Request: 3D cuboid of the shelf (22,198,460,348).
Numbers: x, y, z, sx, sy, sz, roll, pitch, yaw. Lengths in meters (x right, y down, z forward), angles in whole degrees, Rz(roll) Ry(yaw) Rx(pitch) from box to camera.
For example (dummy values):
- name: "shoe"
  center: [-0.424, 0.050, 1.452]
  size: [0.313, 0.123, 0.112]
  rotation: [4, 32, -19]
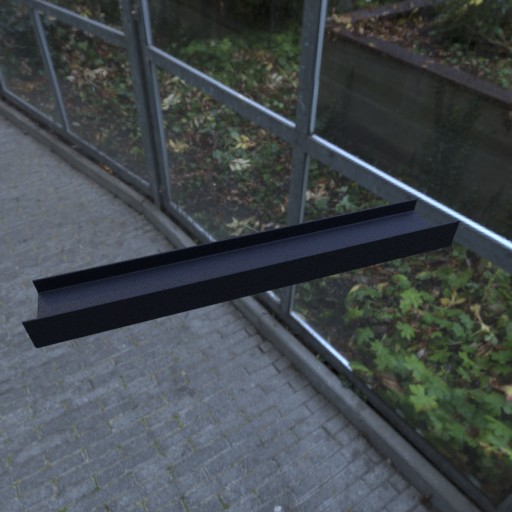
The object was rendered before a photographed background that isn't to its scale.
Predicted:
- name: "shelf"
  center: [0.000, 0.000, 0.636]
  size: [0.605, 0.053, 0.102]
  rotation: [-13, 43, -14]
